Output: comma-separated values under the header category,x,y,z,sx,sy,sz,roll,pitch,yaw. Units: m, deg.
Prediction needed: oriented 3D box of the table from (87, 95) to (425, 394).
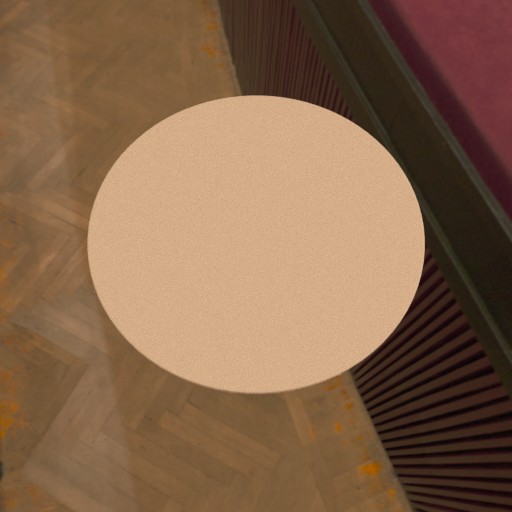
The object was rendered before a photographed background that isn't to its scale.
category,x,y,z,sx,sy,sz,roll,pitch,yaw
table,0.000,0.000,1.415,0.910,0.457,0.910,0,65,0
